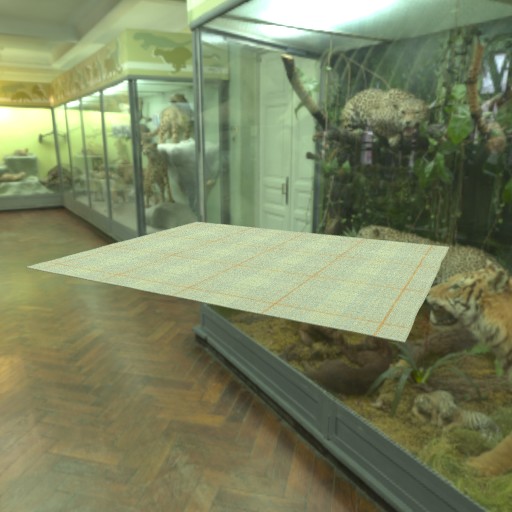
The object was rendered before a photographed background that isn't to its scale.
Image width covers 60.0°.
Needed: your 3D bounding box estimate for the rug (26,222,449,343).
[{"bbox_3d":[0.000,0.000,4.045,3.051,0.021,2.448,8,16,27],"label":"rug"}]
